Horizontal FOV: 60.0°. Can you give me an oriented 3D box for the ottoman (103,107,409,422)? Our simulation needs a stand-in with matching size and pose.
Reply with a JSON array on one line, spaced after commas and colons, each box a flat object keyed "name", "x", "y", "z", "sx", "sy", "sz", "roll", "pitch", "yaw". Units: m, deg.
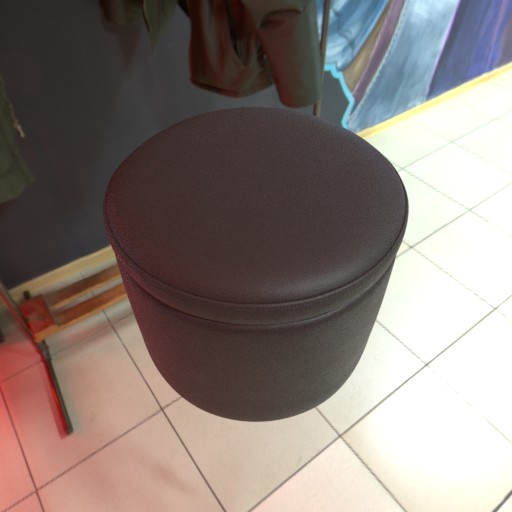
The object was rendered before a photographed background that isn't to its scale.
[{"name": "ottoman", "x": 0.000, "y": 0.000, "z": 0.860, "sx": 0.500, "sy": 0.409, "sz": 0.500, "roll": 0, "pitch": 47, "yaw": 0}]
